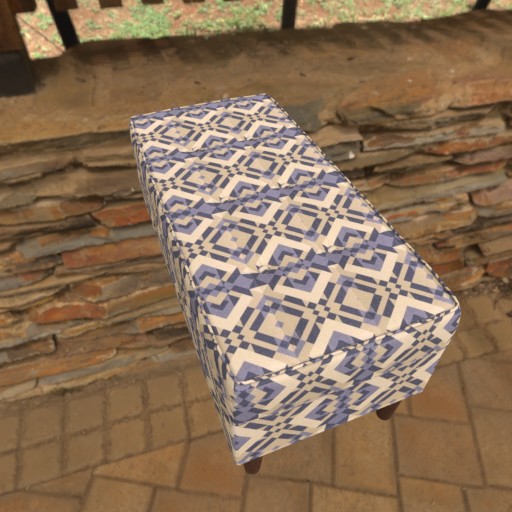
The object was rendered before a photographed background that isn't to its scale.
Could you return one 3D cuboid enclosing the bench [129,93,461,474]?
[{"bbox_3d":[0.000,0.000,1.270,0.492,0.477,1.016,-15,47,-15],"label":"bench"}]
